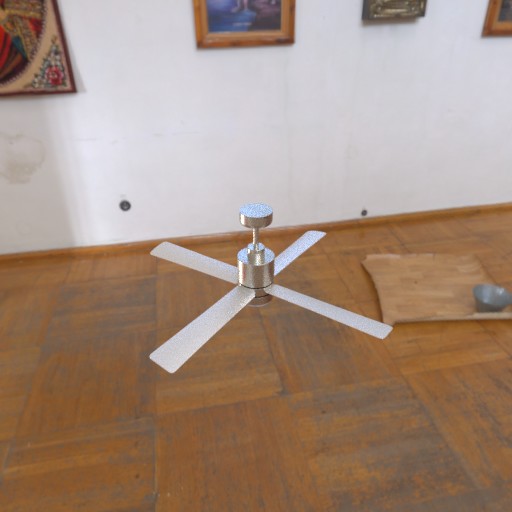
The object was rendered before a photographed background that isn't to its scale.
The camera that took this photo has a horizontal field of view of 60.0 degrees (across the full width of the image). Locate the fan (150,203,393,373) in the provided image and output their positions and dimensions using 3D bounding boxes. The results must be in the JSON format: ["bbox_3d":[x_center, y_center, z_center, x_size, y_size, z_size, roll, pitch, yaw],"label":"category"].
[{"bbox_3d":[0.000,0.000,2.388,1.525,0.539,1.525,19,35,29],"label":"fan"}]
